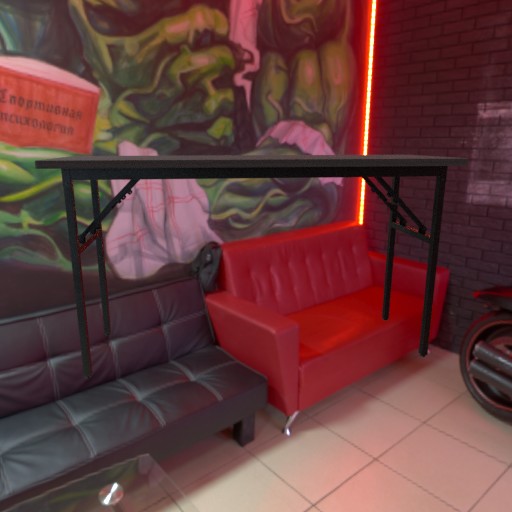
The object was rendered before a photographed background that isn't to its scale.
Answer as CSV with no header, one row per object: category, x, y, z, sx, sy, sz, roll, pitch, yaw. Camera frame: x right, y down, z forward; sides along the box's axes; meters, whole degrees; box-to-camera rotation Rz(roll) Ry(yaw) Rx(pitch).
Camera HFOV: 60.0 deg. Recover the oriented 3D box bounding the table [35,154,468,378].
table,0.000,0.000,1.721,1.399,0.750,0.449,-2,15,-7
